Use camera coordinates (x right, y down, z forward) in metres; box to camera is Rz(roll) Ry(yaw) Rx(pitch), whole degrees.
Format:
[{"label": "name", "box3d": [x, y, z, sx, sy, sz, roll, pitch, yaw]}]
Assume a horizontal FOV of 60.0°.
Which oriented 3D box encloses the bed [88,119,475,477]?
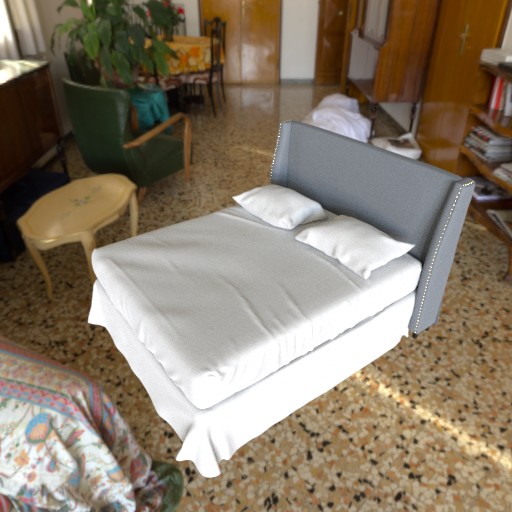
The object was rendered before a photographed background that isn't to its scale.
[{"label": "bed", "box3d": [0.000, 0.000, 3.368, 2.276, 1.332, 1.925, -21, 38, -30]}]
